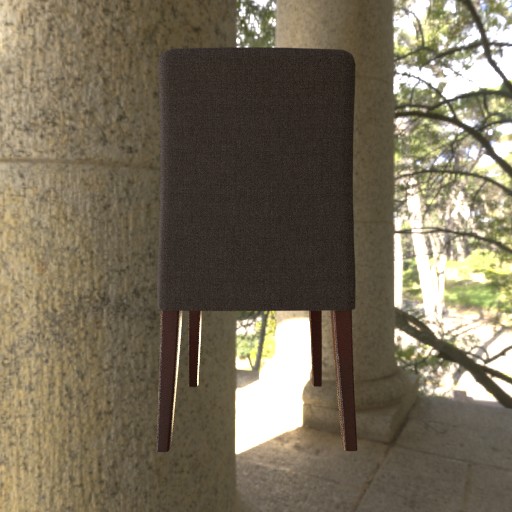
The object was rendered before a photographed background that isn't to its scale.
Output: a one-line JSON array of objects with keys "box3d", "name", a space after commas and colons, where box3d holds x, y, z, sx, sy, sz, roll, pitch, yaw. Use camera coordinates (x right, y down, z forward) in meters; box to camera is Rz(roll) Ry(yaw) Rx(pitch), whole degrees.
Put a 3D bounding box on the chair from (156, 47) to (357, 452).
[{"box3d": [0.000, 0.000, 1.317, 0.508, 0.952, 0.655, 0, 0, -1], "name": "chair"}]
